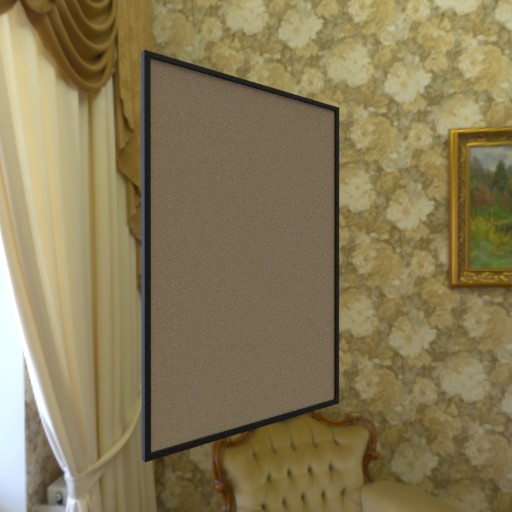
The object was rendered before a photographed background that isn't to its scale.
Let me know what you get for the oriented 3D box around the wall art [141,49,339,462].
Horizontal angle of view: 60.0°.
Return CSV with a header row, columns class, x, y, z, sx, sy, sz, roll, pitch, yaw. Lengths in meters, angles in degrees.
class,x,y,z,sx,sy,sz,roll,pitch,yaw
wall art,0.000,0.000,0.854,0.460,0.660,0.013,0,0,-38
